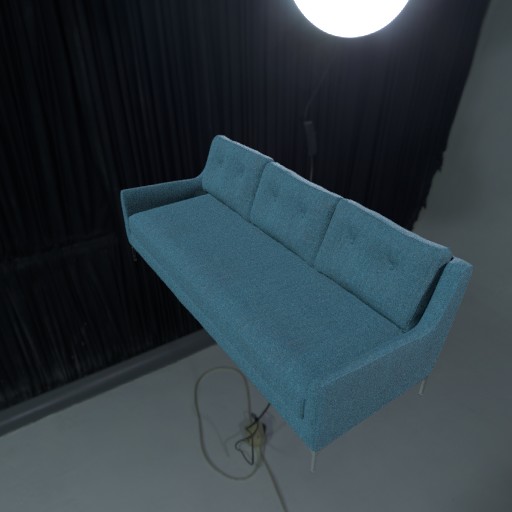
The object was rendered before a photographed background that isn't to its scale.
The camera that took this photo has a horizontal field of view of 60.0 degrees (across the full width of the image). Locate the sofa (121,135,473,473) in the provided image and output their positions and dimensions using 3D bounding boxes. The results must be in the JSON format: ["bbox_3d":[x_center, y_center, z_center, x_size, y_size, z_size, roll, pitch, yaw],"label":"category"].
[{"bbox_3d":[0.000,0.000,2.551,0.849,0.837,2.060,-21,38,-29],"label":"sofa"}]
